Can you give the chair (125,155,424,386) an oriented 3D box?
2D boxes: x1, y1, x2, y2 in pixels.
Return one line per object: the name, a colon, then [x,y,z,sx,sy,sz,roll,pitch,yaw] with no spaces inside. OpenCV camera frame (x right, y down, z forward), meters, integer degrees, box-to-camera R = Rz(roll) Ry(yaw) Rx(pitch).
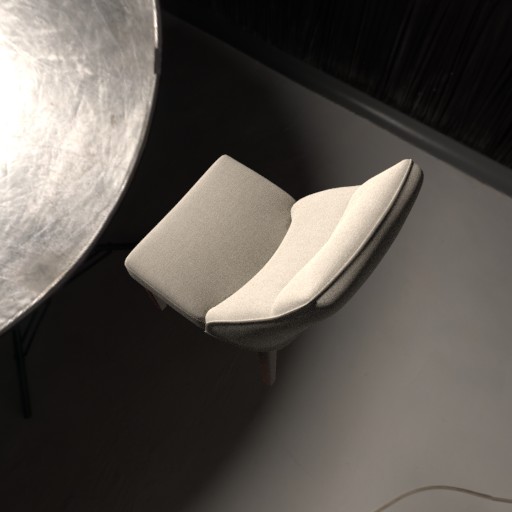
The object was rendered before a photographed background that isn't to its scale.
chair: [0.000,0.000,1.294,0.620,0.930,0.500,33,69,14]
